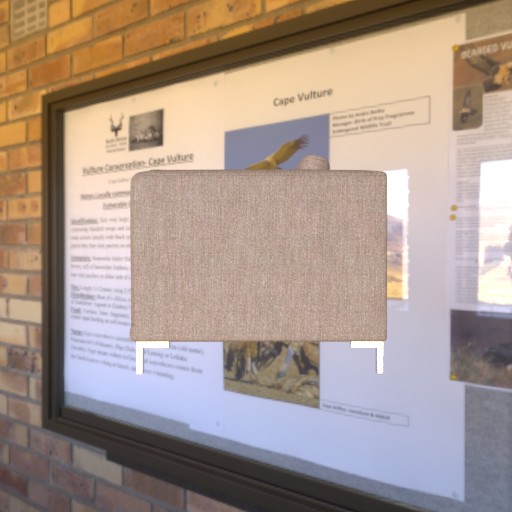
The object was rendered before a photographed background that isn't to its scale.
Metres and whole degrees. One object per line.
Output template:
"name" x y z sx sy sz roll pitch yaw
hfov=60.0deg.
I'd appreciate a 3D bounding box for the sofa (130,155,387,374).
"sofa" 0.000 0.000 2.844 0.969 0.867 2.415 0 0 0
